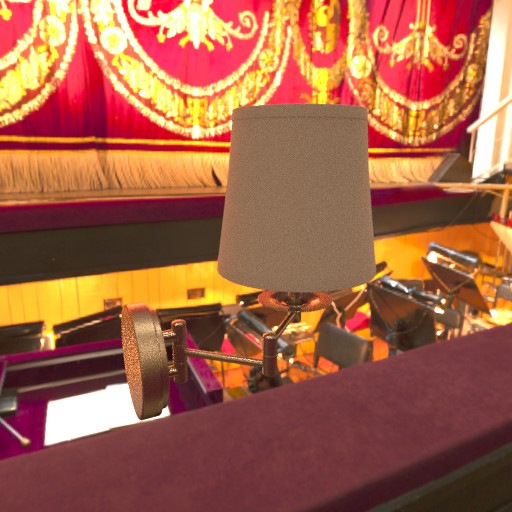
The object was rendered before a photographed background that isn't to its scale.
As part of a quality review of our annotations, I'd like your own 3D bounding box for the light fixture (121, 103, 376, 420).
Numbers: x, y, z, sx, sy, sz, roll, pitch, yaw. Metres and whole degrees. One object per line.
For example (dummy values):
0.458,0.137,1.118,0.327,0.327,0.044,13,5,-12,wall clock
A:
0.000,0.000,0.601,0.348,0.381,0.223,-6,15,-25,light fixture
